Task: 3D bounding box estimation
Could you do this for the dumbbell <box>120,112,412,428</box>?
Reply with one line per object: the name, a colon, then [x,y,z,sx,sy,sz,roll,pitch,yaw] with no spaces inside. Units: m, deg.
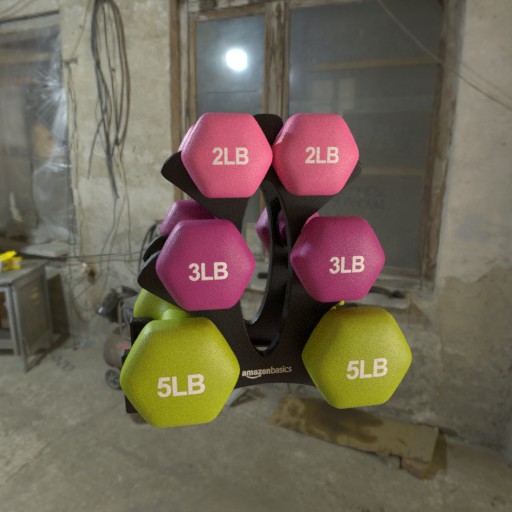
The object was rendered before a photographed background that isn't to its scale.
dumbbell: [0.000,0.000,0.437,0.257,0.261,0.203,-2,13,-10]
